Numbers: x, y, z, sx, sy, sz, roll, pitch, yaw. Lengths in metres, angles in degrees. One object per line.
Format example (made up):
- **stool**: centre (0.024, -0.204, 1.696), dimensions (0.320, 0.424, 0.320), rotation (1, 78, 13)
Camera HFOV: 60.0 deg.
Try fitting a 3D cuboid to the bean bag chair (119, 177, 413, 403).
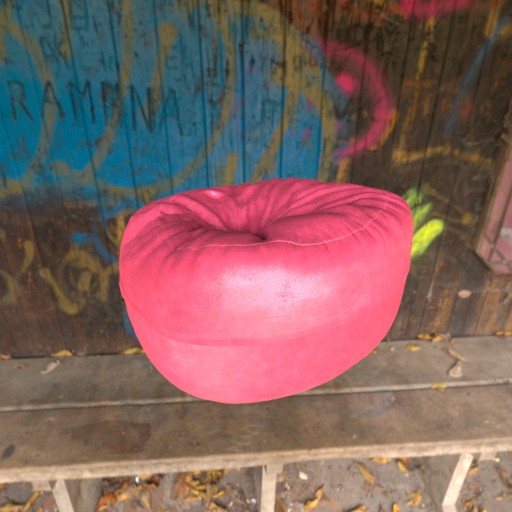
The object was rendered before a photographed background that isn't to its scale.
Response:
- **bean bag chair**: centre (0.000, 0.000, 2.433), dimensions (1.524, 0.878, 1.524), rotation (-18, 34, -28)
